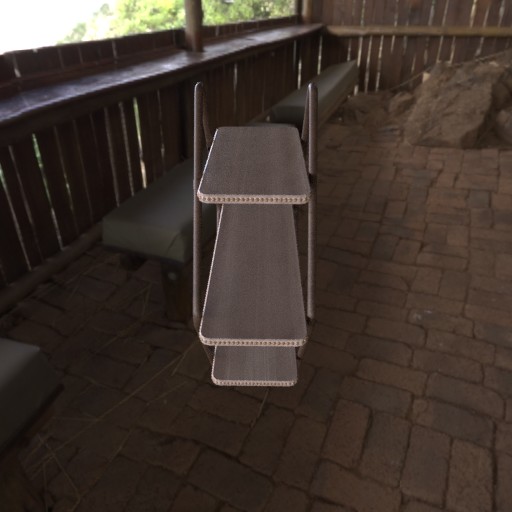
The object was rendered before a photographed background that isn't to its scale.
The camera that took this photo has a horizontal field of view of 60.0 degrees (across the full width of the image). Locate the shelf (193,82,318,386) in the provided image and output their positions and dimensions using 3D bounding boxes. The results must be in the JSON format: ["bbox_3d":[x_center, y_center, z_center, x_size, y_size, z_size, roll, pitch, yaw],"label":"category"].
[{"bbox_3d":[0.000,0.000,1.048,0.234,0.774,0.609,1,33,1],"label":"shelf"}]
